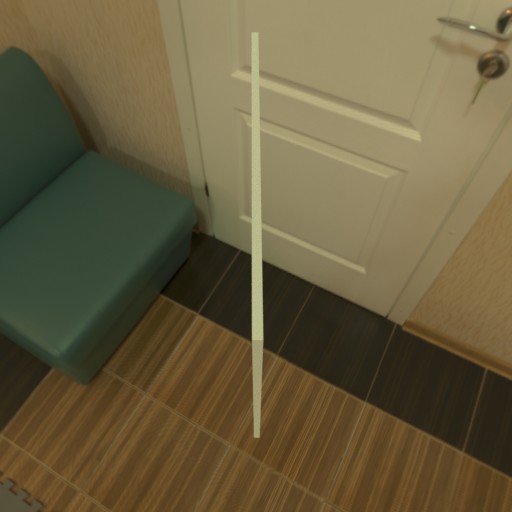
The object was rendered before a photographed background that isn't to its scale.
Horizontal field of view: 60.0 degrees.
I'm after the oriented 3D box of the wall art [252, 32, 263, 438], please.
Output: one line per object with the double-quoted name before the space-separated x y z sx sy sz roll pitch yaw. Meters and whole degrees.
"wall art" 0.000 0.000 0.849 0.012 0.557 0.557 0 58 0
